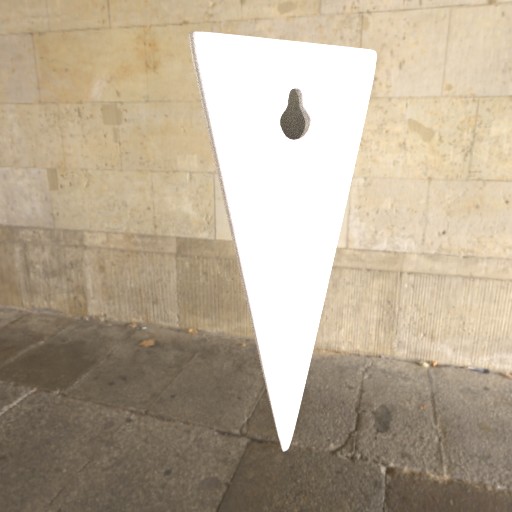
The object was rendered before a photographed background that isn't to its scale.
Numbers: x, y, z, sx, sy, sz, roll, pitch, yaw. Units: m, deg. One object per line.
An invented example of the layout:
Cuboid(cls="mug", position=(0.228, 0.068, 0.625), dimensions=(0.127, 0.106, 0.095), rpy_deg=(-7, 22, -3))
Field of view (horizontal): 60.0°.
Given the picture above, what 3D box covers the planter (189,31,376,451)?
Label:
Cuboid(cls="planter", position=(0.000, 0.000, 0.267), dimensions=(0.101, 0.224, 0.081), rpy_deg=(-8, 18, -27))
